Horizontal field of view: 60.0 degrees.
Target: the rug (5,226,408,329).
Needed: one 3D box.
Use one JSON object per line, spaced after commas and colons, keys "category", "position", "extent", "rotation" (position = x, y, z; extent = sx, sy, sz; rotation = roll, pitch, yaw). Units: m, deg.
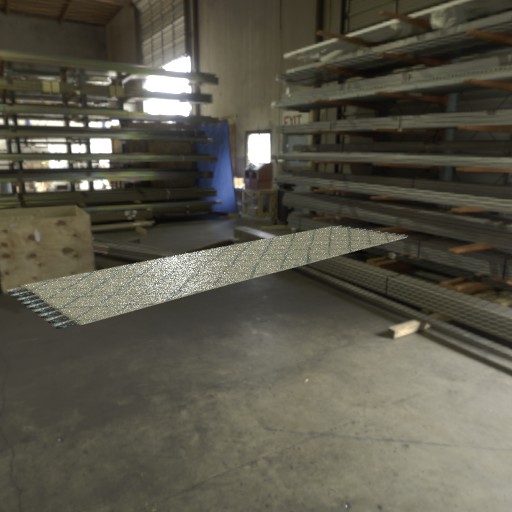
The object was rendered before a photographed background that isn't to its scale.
{"category": "rug", "position": [0.000, 0.000, 2.452], "extent": [2.372, 0.008, 0.620], "rotation": [-13, 18, -43]}
